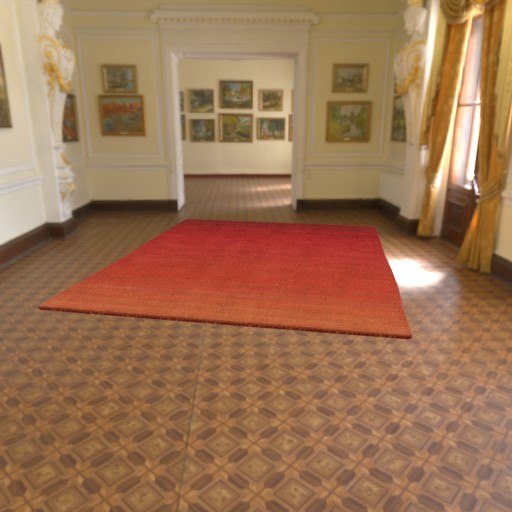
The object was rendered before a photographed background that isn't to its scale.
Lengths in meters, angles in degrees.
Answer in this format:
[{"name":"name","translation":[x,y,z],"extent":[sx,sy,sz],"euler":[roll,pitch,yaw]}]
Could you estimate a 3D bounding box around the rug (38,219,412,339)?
[{"name":"rug","translation":[0.000,0.000,4.018],"extent":[2.340,0.028,2.905],"euler":[3,16,10]}]
